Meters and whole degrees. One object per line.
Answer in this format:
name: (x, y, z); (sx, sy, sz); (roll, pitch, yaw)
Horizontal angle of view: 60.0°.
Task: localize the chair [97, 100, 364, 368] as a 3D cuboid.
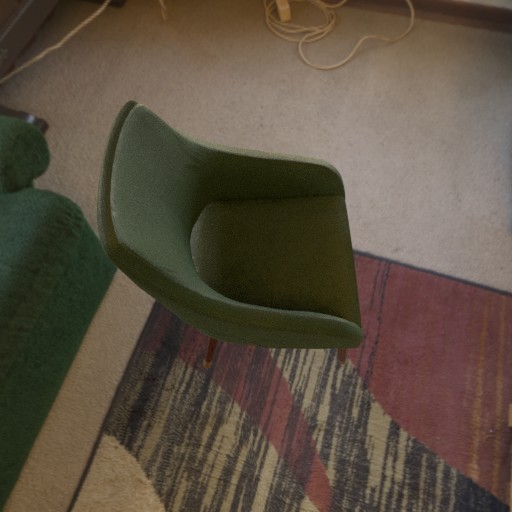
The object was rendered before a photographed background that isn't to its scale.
chair: (0.000, 0.000, 1.605); (0.794, 1.081, 0.683); (-1, 64, 0)
